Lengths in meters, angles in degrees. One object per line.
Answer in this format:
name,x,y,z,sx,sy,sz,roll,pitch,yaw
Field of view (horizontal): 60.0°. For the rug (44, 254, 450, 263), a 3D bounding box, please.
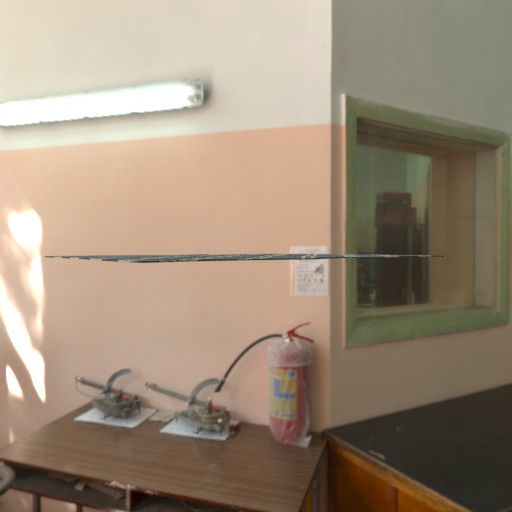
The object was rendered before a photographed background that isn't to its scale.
rug,0.000,0.000,2.263,1.755,0.010,1.153,-1,1,-38
